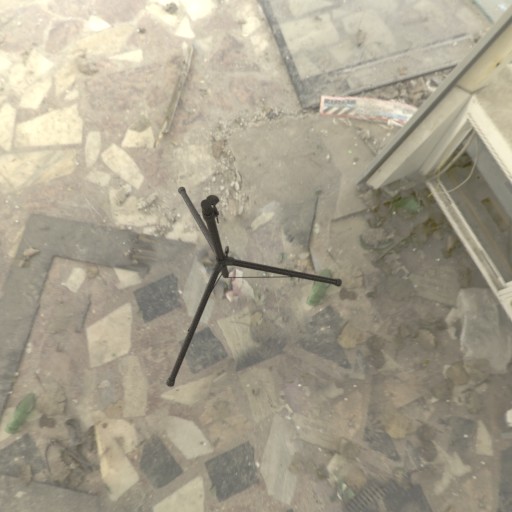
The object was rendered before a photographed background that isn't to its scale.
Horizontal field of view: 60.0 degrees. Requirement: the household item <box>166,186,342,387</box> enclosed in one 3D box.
[{"bbox_3d":[0.000,0.000,2.737,1.339,1.595,1.596,1,74,0],"label":"household item"}]
